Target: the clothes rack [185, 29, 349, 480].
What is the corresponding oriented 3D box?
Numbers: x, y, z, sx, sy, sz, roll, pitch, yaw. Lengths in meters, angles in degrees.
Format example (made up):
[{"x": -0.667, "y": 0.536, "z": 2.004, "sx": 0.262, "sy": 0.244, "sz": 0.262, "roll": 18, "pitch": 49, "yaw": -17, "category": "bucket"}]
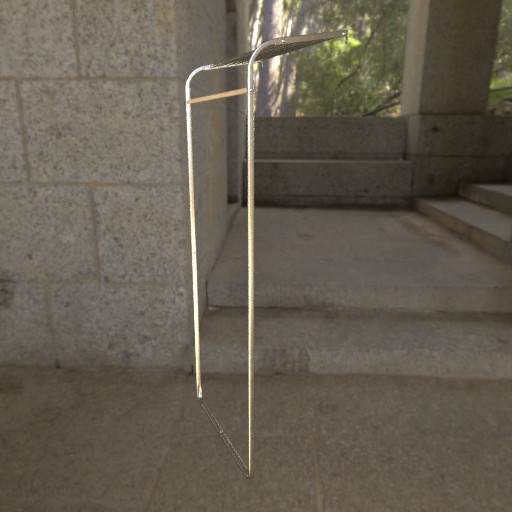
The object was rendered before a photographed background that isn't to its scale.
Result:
[{"x": 0.000, "y": 0.000, "z": 1.780, "sx": 0.349, "sy": 1.574, "sz": 0.609, "roll": -7, "pitch": 17, "yaw": -25, "category": "clothes rack"}]
